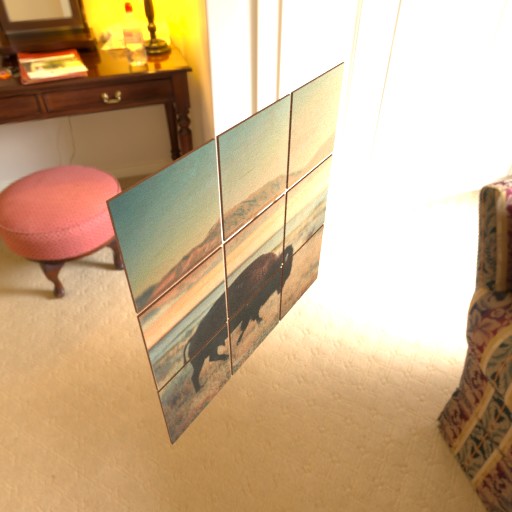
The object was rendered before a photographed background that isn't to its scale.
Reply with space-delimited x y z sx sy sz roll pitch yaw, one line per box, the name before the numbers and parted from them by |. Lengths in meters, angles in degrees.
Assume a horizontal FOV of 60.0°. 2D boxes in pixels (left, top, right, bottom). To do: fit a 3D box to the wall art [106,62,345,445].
wall art | 0.000 0.000 2.291 0.019 1.532 1.533 25 47 26
